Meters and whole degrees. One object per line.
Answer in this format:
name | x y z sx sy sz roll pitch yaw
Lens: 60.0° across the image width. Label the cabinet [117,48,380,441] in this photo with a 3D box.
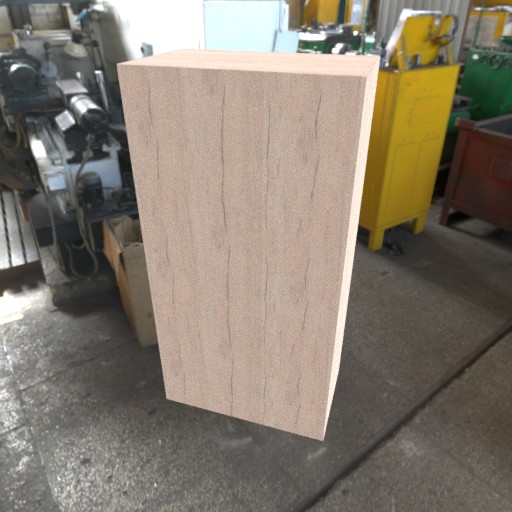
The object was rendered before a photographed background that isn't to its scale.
cabinet | 0.000 0.000 2.366 0.980 1.930 0.580 9 32 15
